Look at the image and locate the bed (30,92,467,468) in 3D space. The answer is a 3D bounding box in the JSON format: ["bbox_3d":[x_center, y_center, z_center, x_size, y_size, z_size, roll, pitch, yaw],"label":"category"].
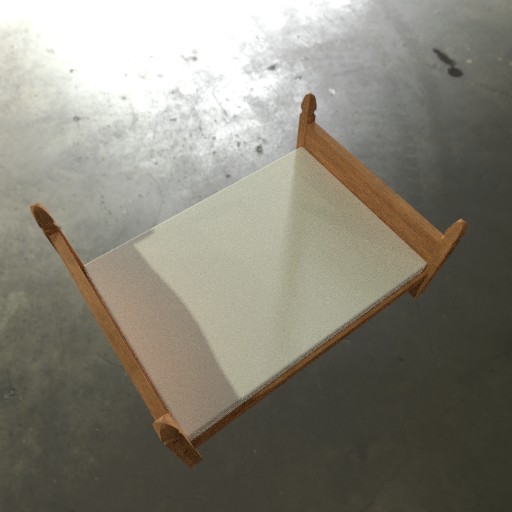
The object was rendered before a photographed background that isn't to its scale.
[{"bbox_3d":[0.000,0.000,2.903,2.069,1.100,1.490,-32,64,-18],"label":"bed"}]
